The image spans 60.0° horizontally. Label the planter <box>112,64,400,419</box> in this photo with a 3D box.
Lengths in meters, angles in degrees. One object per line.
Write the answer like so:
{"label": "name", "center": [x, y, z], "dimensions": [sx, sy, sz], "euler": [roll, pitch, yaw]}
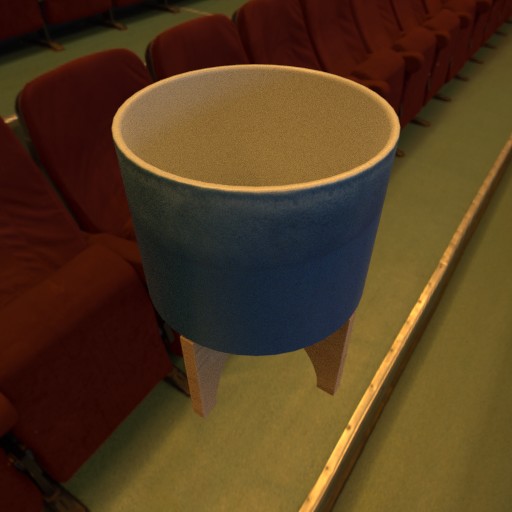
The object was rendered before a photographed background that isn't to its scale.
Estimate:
{"label": "planter", "center": [0.000, 0.000, 0.391], "dimensions": [0.192, 0.263, 0.192], "euler": [0, 42, 0]}
